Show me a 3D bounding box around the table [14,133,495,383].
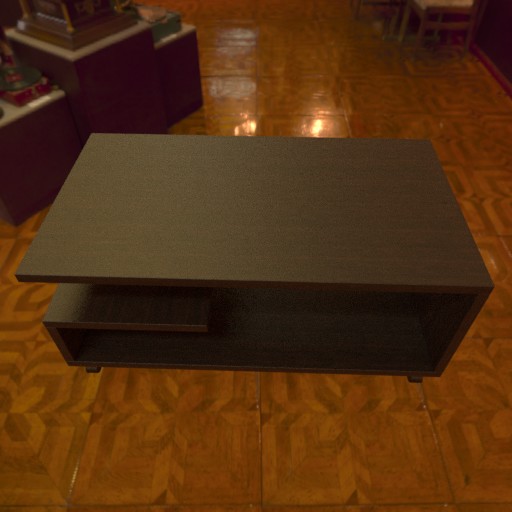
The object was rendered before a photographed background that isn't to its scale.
[{"bbox_3d":[0.000,0.000,1.336,1.050,0.460,0.590,1,46,1],"label":"table"}]
